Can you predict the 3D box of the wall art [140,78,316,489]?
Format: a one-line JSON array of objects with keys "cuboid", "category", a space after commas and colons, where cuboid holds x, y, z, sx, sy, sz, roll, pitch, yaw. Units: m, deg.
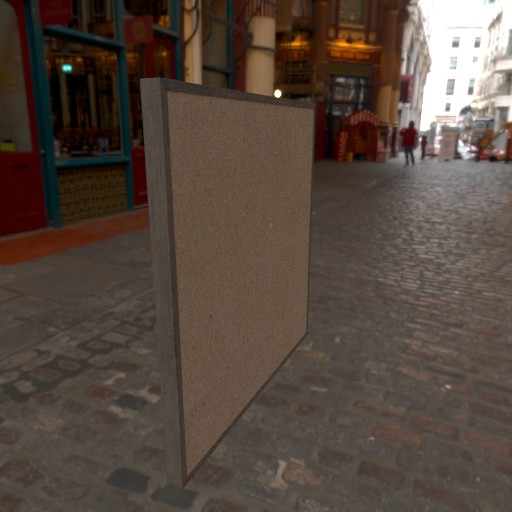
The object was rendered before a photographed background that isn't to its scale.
[{"cuboid": [0.000, 0.000, 1.114, 0.038, 0.762, 0.762, 7, 17, 24], "category": "wall art"}]
